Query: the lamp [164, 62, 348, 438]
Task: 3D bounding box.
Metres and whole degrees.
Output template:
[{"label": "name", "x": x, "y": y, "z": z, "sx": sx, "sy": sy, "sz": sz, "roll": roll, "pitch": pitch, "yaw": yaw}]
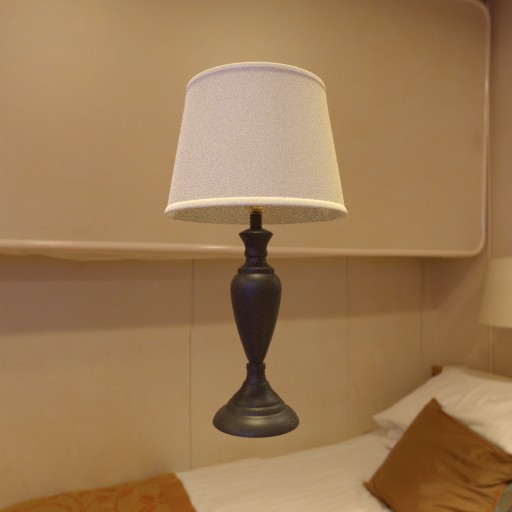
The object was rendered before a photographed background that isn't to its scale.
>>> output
[{"label": "lamp", "x": 0.000, "y": 0.000, "z": 0.824, "sx": 0.335, "sy": 0.611, "sz": 0.335, "roll": 0, "pitch": -1, "yaw": 0}]
